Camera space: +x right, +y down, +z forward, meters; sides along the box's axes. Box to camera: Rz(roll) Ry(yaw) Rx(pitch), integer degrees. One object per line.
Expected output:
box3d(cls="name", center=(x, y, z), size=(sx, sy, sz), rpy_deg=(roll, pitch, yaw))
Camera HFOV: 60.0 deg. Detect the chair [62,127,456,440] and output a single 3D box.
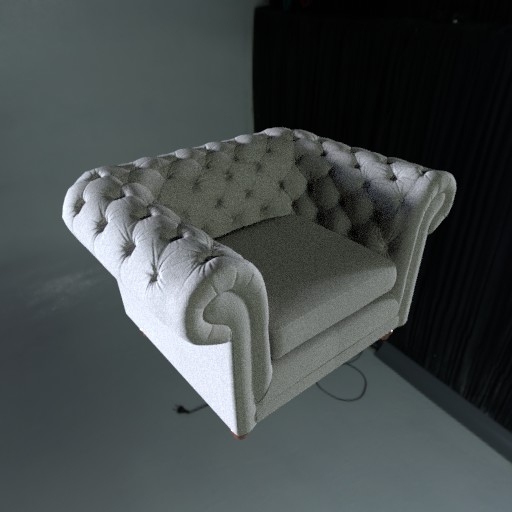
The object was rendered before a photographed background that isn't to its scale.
box3d(cls="chair", center=(0.000, 0.000, 1.852), size=(1.270, 0.770, 0.976), rpy_deg=(-23, 38, -33))
